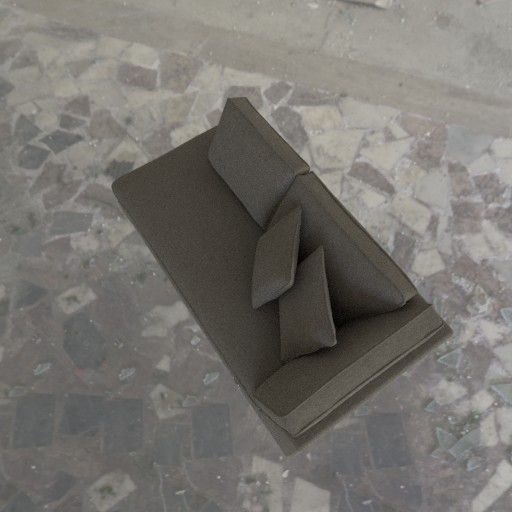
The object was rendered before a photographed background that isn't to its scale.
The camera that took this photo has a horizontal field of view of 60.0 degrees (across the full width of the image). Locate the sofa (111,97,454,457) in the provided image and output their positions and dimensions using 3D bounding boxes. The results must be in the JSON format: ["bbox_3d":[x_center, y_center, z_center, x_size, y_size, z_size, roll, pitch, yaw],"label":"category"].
[{"bbox_3d":[0.000,0.000,2.930,1.110,1.033,2.237,-31,67,-15],"label":"sofa"}]
